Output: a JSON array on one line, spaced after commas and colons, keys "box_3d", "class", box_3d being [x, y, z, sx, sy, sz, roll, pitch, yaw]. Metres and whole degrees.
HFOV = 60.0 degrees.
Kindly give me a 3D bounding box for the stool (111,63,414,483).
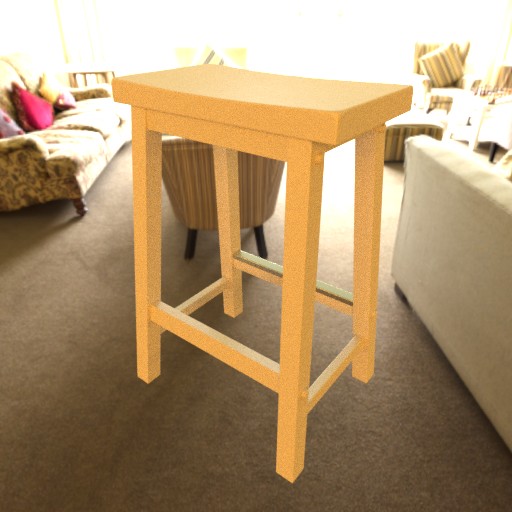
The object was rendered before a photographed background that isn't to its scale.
[{"box_3d": [0.000, 0.000, 0.821, 0.406, 0.610, 0.322, 21, 36, 32], "class": "stool"}]
